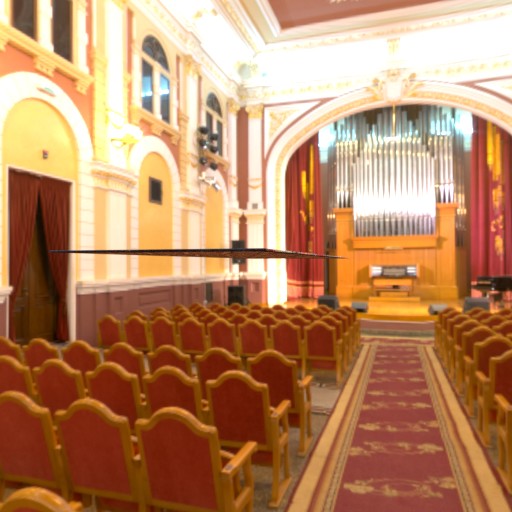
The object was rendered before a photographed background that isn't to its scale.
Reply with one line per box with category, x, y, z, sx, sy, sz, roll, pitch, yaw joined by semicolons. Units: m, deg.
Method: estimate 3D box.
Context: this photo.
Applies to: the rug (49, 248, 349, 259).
rug;0.000;0.000;2.605;0.832;0.008;2.362;0;-1;18
